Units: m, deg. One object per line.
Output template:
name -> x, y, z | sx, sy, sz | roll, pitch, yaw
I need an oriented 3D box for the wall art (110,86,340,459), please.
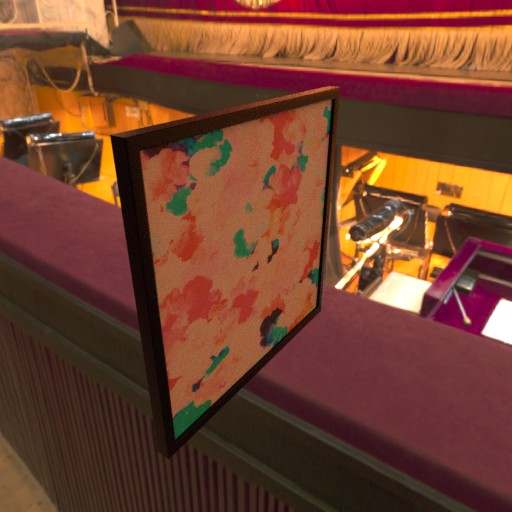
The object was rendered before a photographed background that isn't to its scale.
wall art -> 0.000, 0.000, 1.153 | 0.036, 0.755, 0.756 | 19, 33, 31
